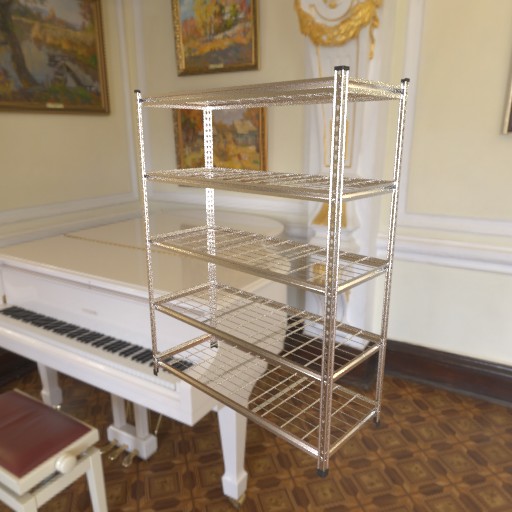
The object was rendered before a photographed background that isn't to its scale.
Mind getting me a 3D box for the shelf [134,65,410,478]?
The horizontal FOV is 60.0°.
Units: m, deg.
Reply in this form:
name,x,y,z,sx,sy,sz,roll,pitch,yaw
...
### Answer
name,x,y,z,sx,sy,sz,roll,pitch,yaw
shelf,0.000,0.000,2.740,1.524,1.981,0.610,14,21,41
